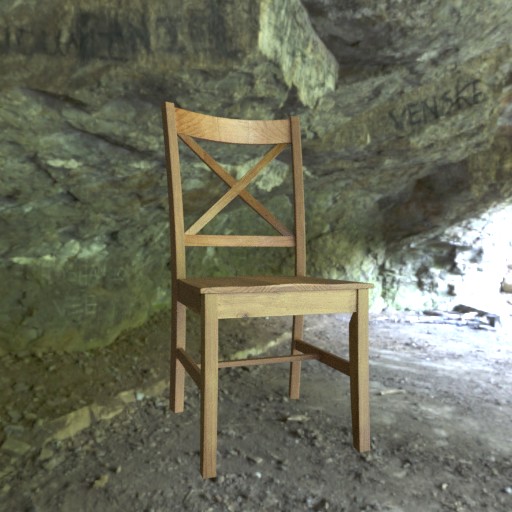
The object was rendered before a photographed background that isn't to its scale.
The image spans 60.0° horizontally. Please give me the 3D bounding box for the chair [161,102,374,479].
[{"bbox_3d":[0.000,0.000,1.293,0.485,0.983,0.542,0,0,-19],"label":"chair"}]
